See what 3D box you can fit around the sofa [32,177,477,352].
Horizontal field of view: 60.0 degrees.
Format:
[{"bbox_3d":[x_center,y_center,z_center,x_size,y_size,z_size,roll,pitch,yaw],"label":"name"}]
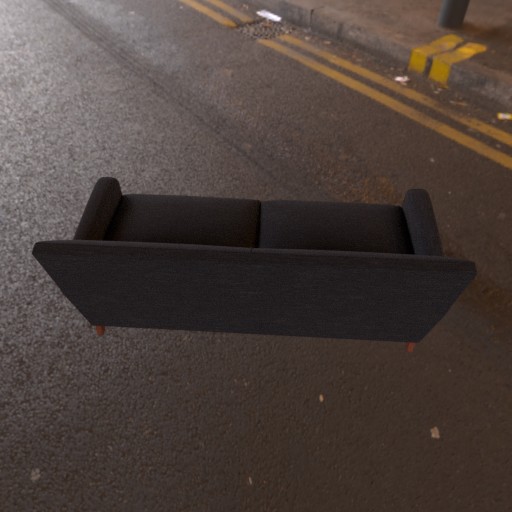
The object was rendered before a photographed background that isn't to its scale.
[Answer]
[{"bbox_3d":[0.000,0.000,2.474,1.976,0.846,0.875,3,46,3],"label":"sofa"}]
